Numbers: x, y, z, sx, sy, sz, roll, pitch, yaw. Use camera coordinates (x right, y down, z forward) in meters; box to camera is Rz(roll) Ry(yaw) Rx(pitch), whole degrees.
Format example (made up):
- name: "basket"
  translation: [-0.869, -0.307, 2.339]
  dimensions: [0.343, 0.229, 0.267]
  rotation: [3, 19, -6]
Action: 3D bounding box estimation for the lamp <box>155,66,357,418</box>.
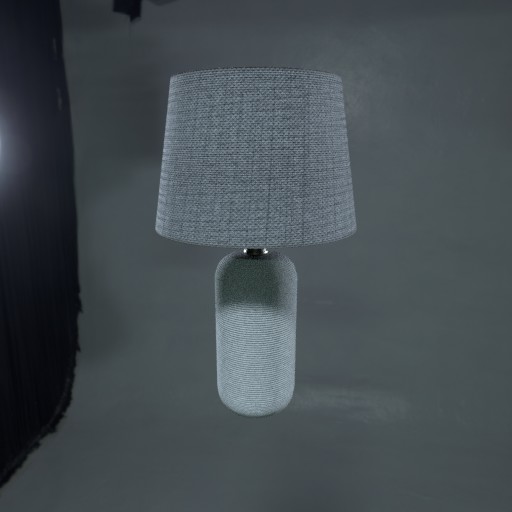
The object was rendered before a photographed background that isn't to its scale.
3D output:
- name: "lamp"
  translation: [0.000, 0.000, 0.577]
  dimensions: [0.251, 0.429, 0.251]
  rotation: [0, 15, 0]
